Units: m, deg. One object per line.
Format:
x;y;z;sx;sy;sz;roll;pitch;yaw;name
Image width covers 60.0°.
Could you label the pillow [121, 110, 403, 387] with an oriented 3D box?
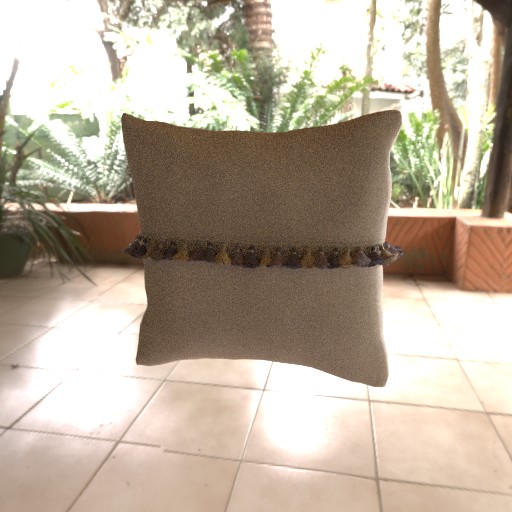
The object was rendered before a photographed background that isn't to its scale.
0.000;0.000;0.769;0.489;0.481;0.165;2;14;9;pillow
